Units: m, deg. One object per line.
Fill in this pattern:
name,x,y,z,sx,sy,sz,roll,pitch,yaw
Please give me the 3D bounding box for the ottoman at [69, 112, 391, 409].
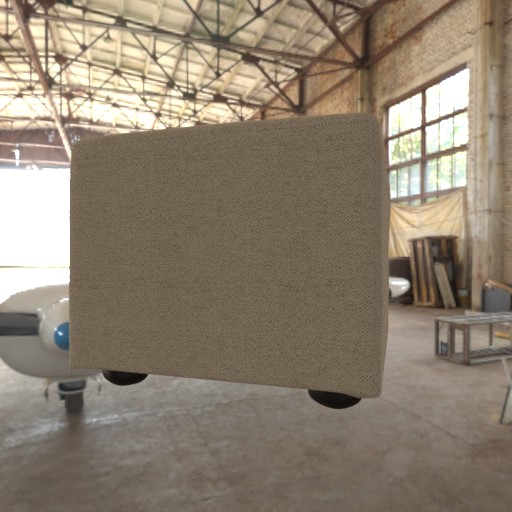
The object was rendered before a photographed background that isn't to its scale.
ottoman,0.000,0.000,0.908,0.521,0.453,0.512,0,1,18
